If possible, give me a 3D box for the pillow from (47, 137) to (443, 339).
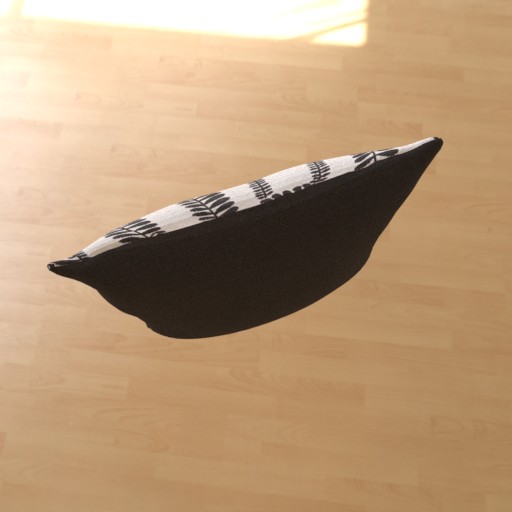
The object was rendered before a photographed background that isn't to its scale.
[{"bbox_3d":[0.000,0.000,0.659,0.440,0.441,0.182,-18,75,-5],"label":"pillow"}]
